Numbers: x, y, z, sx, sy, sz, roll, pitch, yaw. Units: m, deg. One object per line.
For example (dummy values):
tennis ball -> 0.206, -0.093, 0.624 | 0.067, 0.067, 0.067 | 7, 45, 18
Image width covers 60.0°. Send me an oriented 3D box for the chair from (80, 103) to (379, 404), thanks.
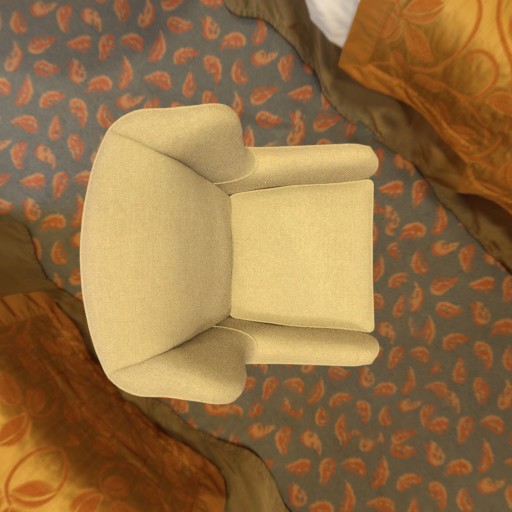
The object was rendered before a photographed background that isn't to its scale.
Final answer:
chair -> 0.000, 0.000, 1.714 | 0.966, 1.040, 0.838 | 0, 89, 1
